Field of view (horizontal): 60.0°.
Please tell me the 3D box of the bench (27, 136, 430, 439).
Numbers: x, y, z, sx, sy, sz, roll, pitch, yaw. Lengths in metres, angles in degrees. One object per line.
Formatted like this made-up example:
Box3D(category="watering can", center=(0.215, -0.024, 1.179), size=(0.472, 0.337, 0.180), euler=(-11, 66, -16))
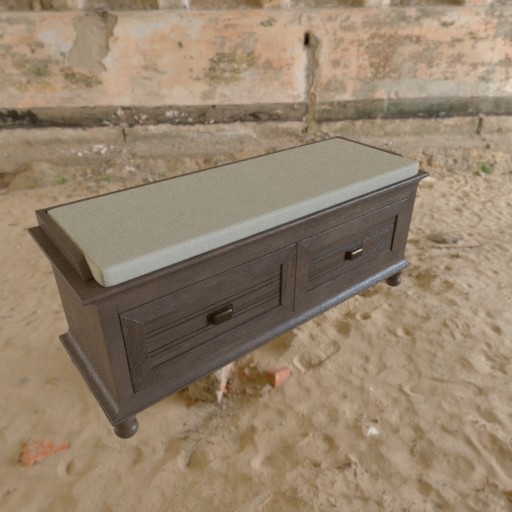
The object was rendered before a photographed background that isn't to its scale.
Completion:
Box3D(category="bench", center=(0.000, 0.000, 1.422), size=(1.185, 0.501, 0.402), euler=(-22, 37, -32))
